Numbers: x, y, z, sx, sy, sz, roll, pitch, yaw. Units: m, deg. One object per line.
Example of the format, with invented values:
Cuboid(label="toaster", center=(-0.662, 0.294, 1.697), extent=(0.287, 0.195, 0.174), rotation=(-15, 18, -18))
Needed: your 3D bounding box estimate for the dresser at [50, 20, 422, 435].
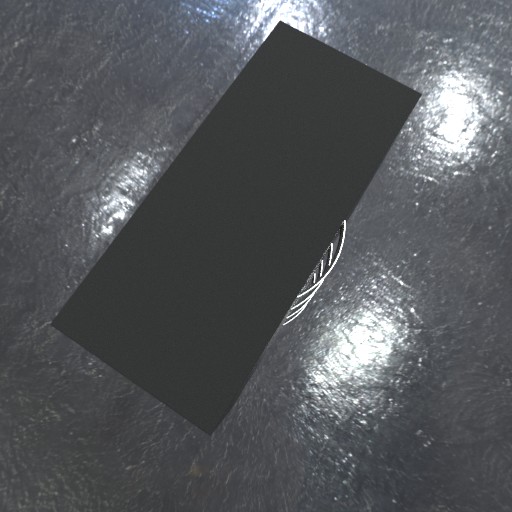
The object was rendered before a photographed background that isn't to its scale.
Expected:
Cuboid(label="dresser", center=(0.000, 0.000, 1.164), extent=(0.360, 0.720, 0.750), rotation=(32, 77, 8))
